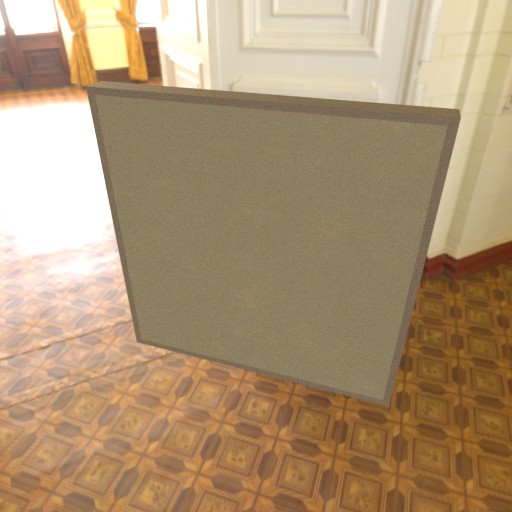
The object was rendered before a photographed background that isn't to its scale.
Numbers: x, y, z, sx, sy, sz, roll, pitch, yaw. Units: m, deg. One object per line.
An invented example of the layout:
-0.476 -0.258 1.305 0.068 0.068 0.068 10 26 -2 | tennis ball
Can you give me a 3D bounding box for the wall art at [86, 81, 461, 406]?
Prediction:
0.000 0.000 0.729 0.508 0.506 0.038 10 34 15 | wall art
